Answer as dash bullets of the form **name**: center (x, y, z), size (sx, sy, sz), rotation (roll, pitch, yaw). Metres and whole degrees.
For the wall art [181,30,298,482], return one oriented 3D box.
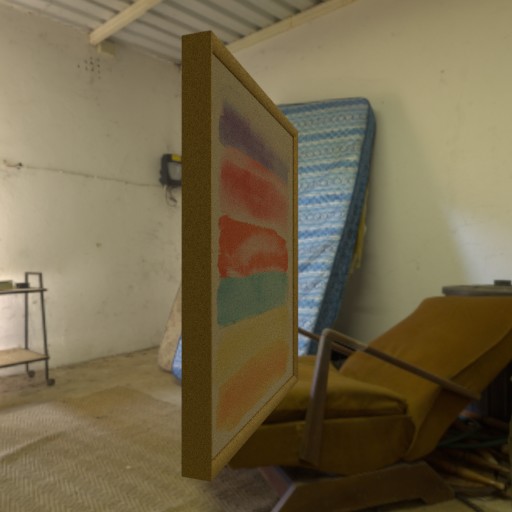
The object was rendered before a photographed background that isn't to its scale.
- **wall art**: center (0.000, 0.000, 0.891), size (0.048, 0.642, 0.537), rotation (0, 0, 19)
